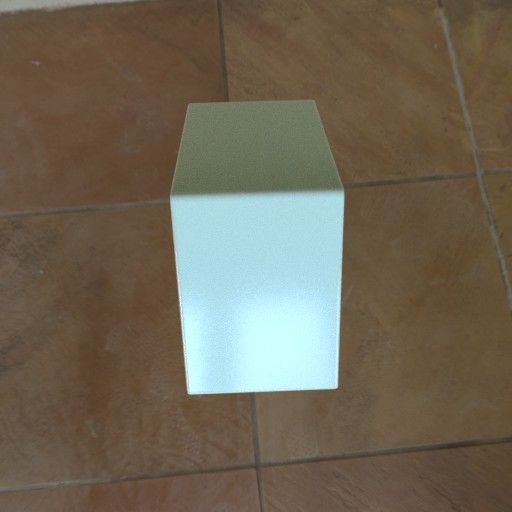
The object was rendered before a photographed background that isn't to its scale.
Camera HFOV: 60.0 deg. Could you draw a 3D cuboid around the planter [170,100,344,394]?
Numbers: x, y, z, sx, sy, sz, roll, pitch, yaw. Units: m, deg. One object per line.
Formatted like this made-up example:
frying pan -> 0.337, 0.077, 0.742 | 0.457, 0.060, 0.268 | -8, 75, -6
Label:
planter -> 0.000, 0.000, 0.293 | 0.078, 0.207, 0.169 | -2, 75, -1
